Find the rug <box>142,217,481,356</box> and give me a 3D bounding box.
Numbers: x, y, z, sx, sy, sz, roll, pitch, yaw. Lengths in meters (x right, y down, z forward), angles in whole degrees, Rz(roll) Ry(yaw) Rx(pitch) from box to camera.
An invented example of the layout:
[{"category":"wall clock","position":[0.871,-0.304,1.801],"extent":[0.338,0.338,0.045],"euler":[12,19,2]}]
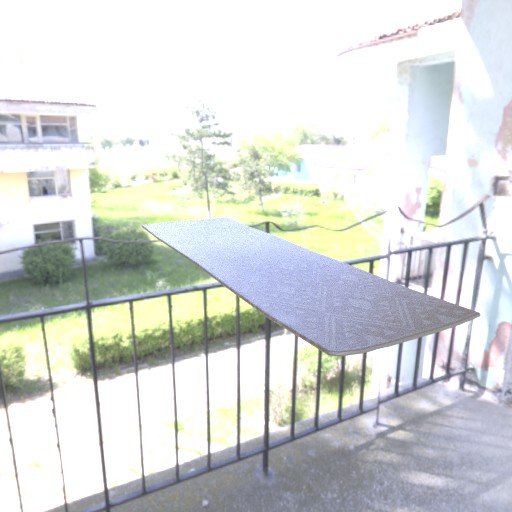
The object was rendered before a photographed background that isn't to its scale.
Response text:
[{"category":"rug","position":[0.000,0.000,2.654],"extent":[0.752,0.051,2.452],"euler":[-8,18,-27]}]
